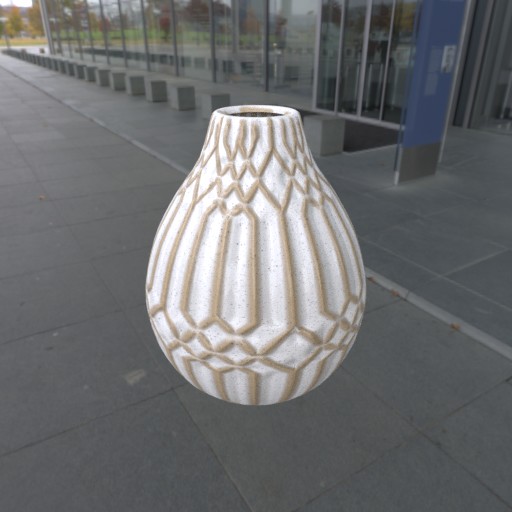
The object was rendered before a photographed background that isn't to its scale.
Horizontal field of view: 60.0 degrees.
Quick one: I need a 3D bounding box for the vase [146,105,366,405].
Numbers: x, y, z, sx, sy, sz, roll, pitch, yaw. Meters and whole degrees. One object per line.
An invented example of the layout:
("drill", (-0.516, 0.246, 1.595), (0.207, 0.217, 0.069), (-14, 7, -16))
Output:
("vase", (0.000, 0.000, 0.318), (0.159, 0.200, 0.159), (0, 26, 0))
